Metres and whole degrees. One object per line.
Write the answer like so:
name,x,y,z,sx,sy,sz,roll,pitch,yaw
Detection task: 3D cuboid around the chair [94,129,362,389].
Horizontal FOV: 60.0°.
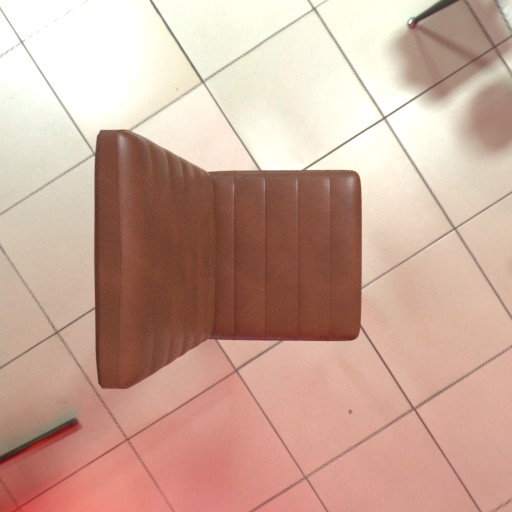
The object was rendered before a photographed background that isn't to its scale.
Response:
chair,0.000,0.000,1.303,0.634,0.930,0.520,0,91,0
